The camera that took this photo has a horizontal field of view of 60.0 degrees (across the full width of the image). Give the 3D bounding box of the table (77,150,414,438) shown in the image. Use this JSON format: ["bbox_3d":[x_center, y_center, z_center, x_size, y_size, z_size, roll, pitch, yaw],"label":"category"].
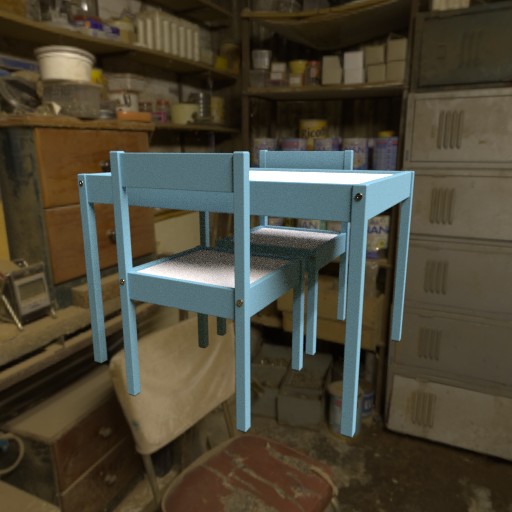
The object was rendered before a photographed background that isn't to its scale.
[{"bbox_3d":[0.000,0.000,1.088,0.639,0.503,0.633,7,15,27],"label":"table"}]
